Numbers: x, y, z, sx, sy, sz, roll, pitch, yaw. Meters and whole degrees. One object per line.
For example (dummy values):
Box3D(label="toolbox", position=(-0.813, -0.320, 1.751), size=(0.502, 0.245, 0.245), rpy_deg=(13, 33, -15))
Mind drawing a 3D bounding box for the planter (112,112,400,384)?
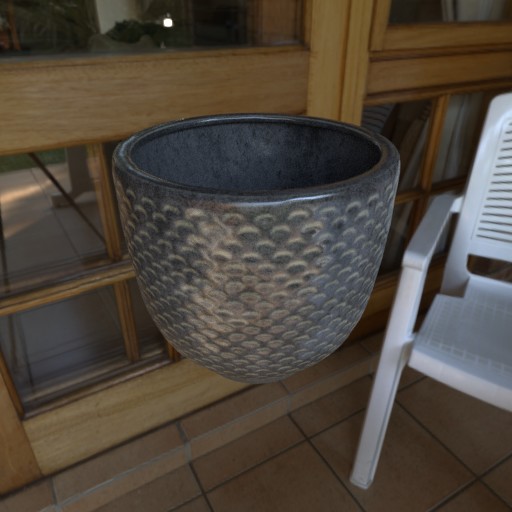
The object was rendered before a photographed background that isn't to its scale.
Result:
Box3D(label="planter", position=(0.000, 0.000, 0.311), size=(0.172, 0.160, 0.172), rpy_deg=(0, 30, 0))
